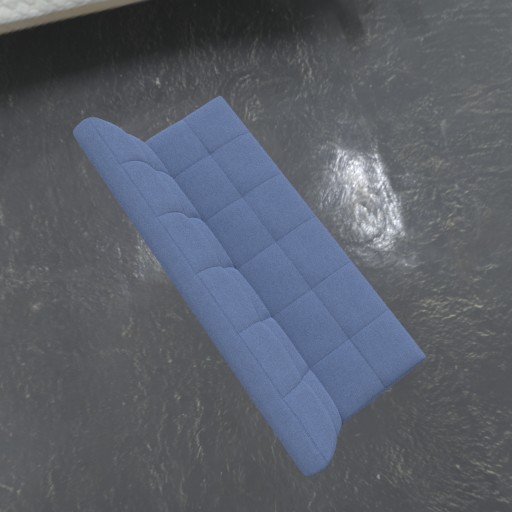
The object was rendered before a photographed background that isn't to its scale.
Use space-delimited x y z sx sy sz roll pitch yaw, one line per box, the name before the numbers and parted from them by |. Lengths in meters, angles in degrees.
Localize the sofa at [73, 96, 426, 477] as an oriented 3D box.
sofa | 0.000 0.000 2.226 0.796 0.800 1.800 -35 79 -8
